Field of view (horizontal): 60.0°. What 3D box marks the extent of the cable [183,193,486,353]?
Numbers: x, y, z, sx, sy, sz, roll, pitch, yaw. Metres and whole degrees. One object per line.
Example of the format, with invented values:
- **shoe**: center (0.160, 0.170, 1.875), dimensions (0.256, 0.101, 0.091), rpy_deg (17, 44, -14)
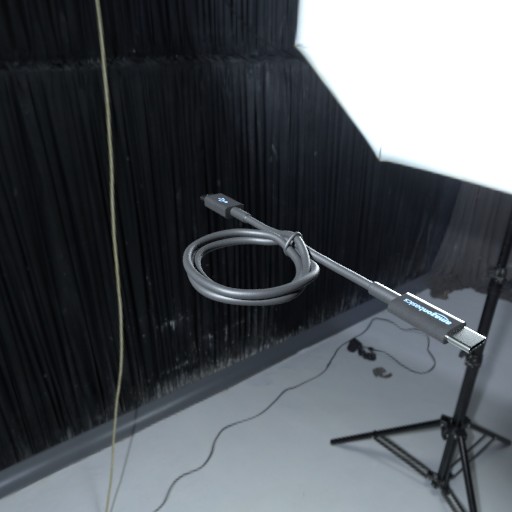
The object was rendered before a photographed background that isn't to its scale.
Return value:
- **cable**: center (0.000, 0.000, 0.209), dimensions (0.070, 0.014, 0.192), rpy_deg (-18, 32, -31)
